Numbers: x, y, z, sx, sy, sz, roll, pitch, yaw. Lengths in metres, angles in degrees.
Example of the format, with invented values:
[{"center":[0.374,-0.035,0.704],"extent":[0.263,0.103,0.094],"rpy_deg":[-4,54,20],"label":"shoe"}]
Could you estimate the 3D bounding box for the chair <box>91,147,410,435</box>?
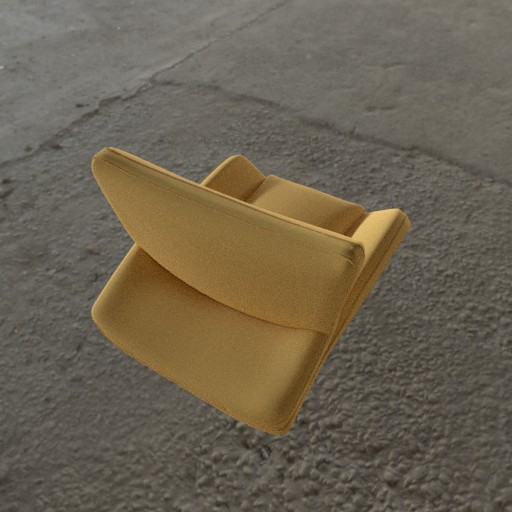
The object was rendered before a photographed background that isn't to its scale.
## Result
[{"center":[0.000,0.000,1.606],"extent":[0.859,0.855,1.008],"rpy_deg":[23,50,21],"label":"chair"}]
